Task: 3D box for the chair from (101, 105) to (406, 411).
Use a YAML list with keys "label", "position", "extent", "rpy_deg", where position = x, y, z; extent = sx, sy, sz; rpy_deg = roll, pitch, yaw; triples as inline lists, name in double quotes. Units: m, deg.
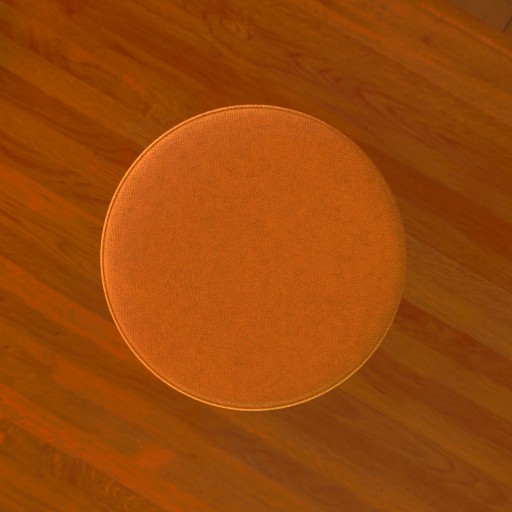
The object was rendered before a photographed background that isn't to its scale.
- label: "chair"
  position: [0.000, 0.000, 0.698]
  extent: [0.345, 0.455, 0.345]
  rpy_deg: [0, 91, 1]
